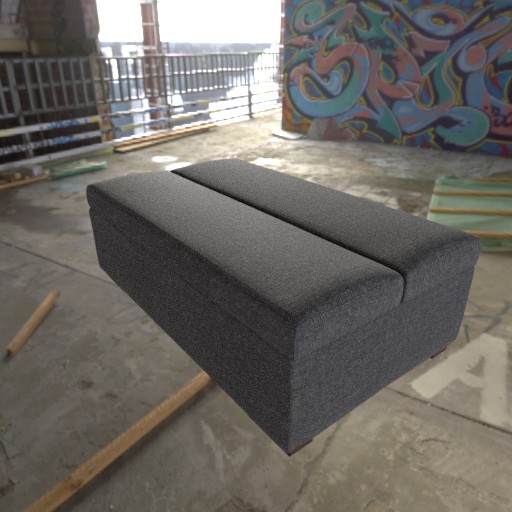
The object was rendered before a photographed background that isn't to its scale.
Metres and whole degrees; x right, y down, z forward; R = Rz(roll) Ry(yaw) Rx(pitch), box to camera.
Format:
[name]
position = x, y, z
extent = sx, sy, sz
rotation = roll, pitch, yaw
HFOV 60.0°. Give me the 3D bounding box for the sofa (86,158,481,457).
[sofa]
position = 0.000, 0.000, 1.574
extent = 0.782, 0.417, 1.198
rotation = -19, 31, -33
